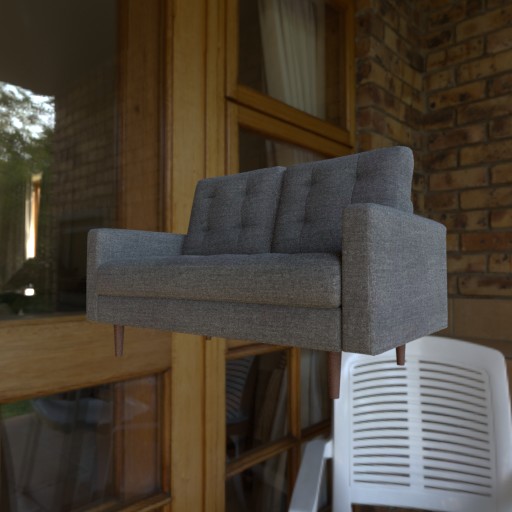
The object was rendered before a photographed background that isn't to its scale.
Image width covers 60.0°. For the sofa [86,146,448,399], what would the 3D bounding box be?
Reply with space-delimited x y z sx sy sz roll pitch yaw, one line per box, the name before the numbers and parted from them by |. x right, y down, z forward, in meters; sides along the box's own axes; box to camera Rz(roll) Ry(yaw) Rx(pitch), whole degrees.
sofa | 0.000 0.000 1.949 1.407 0.907 0.842 -1 -2 37
